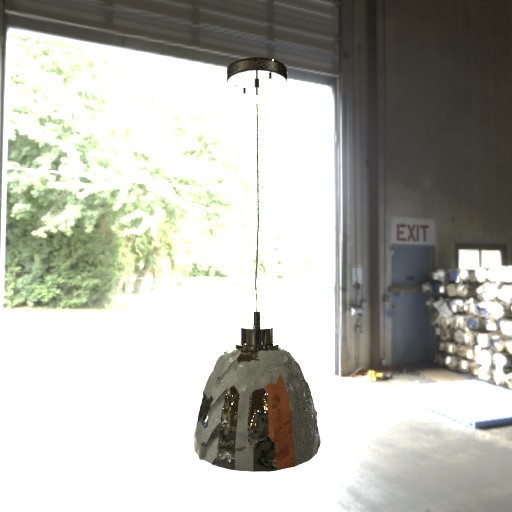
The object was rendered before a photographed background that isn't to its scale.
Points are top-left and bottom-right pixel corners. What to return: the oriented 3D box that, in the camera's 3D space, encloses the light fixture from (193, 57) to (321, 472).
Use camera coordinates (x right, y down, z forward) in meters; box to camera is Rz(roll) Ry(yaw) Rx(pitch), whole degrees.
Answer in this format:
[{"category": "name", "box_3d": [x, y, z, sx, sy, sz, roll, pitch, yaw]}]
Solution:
[{"category": "light fixture", "box_3d": [0.000, 0.000, 1.792, 0.500, 1.511, 0.496, 1, -2, -36]}]
